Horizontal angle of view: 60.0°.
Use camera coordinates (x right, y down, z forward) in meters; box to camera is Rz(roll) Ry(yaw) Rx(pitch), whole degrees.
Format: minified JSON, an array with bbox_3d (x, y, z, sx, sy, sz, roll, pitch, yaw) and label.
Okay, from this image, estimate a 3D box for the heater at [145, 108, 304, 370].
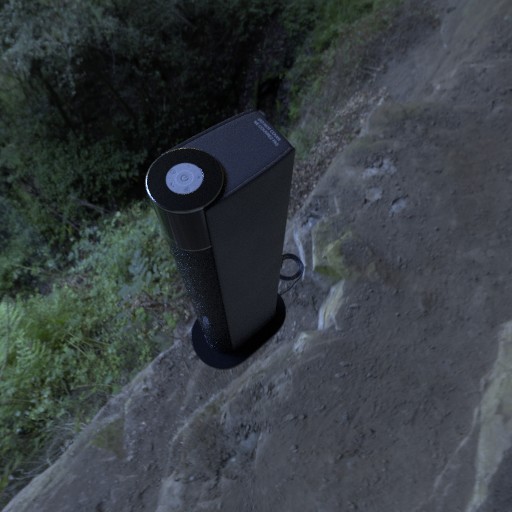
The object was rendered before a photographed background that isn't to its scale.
[{"bbox_3d":[0.000,0.000,1.041,0.458,0.856,0.214,-34,69,-15],"label":"heater"}]
